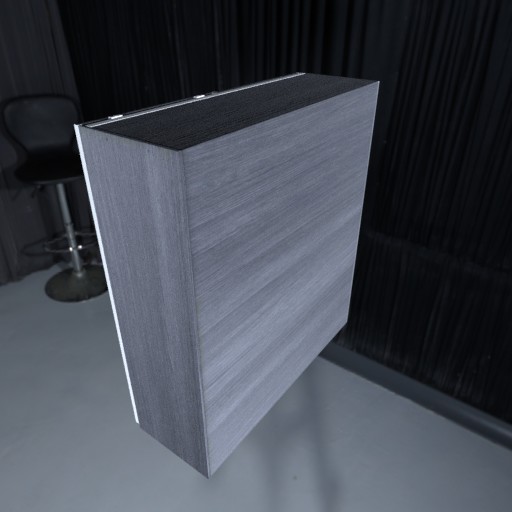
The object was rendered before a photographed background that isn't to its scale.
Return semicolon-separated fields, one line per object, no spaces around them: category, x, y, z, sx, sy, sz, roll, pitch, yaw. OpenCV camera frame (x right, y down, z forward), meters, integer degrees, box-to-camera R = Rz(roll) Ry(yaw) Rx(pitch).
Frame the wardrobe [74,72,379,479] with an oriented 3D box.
wardrobe;0.000;0.000;2.857;0.629;1.960;1.780;21;37;31
